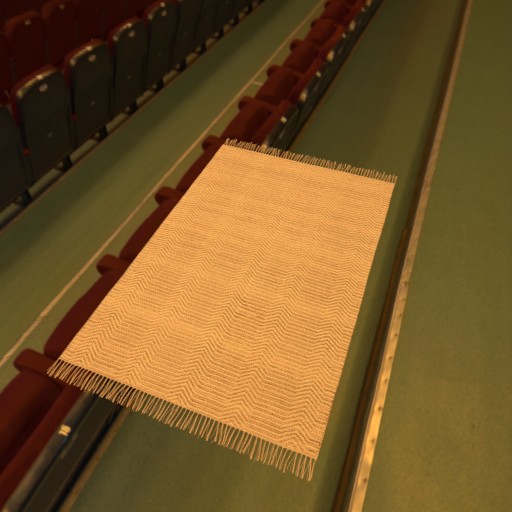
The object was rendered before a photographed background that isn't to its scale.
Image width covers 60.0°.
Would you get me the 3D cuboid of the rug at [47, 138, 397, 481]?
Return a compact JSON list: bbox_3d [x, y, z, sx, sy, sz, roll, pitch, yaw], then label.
[{"bbox_3d":[0.000,0.000,2.446,1.224,0.027,2.021,16,50,14],"label":"rug"}]
